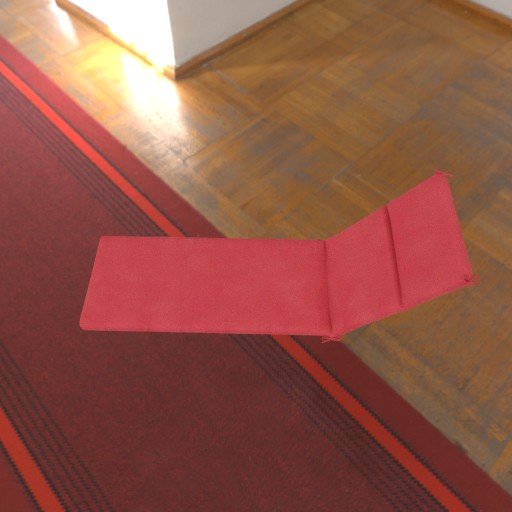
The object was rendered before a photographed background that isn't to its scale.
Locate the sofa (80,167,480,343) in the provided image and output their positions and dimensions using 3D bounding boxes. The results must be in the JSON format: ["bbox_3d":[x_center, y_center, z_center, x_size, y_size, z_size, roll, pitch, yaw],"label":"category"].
[{"bbox_3d":[0.000,0.000,1.995,1.663,0.622,0.582,1,58,1],"label":"sofa"}]
